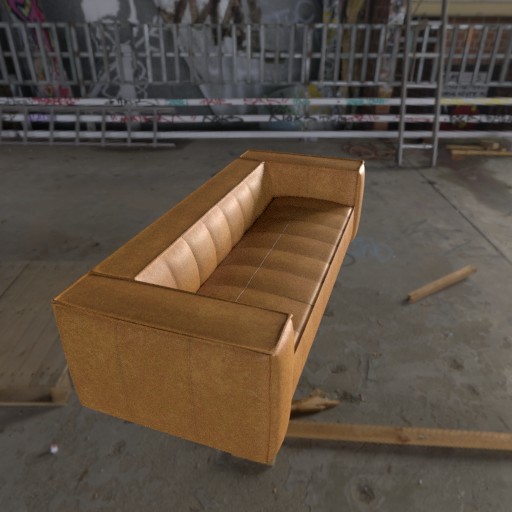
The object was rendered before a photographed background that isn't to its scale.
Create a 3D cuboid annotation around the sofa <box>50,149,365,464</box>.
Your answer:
[{"bbox_3d":[0.000,0.000,2.992,1.102,0.701,2.581,10,31,17],"label":"sofa"}]
